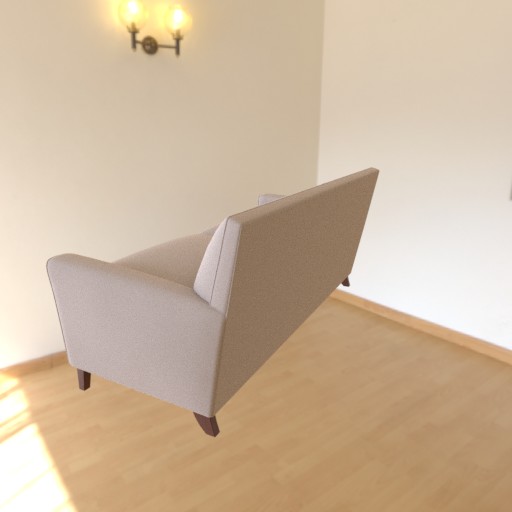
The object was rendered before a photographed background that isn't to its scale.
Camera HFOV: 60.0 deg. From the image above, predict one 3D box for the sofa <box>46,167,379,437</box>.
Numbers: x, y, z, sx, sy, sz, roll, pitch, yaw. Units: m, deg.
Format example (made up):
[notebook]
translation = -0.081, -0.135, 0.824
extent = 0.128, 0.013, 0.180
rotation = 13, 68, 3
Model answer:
[sofa]
translation = 0.000, 0.000, 2.439
extent = 0.875, 0.846, 2.000
rotation = 8, 18, 26
